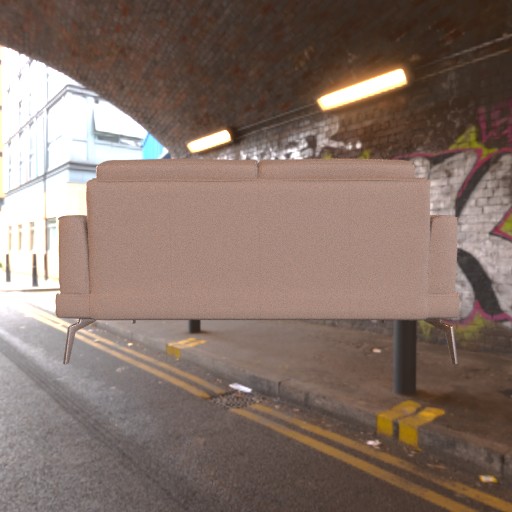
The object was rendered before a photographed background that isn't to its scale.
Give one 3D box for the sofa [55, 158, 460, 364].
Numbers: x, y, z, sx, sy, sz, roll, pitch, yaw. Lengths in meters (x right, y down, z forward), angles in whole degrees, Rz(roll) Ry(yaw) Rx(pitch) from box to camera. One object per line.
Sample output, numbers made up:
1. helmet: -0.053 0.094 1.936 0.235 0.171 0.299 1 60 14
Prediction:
1. sofa: 0.000 0.000 2.457 1.819 0.930 1.121 0 1 0
